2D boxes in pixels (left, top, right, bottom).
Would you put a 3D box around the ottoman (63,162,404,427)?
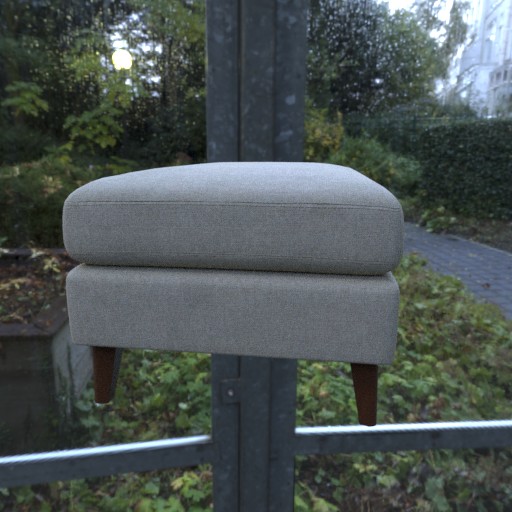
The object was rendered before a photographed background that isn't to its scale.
[{"bbox_3d":[0.000,0.000,1.175,0.610,0.478,0.823,2,13,8],"label":"ottoman"}]
